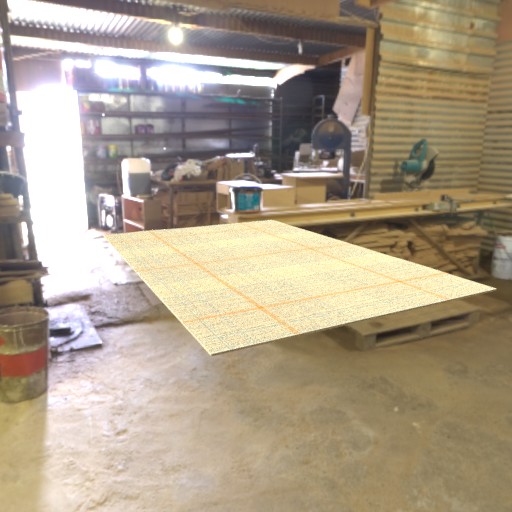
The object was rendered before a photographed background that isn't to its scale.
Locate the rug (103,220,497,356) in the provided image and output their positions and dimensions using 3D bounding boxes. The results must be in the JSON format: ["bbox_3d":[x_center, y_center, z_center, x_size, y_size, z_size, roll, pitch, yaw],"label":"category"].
[{"bbox_3d":[0.000,0.000,2.282,1.232,0.015,1.825,-7,16,-26],"label":"rug"}]
